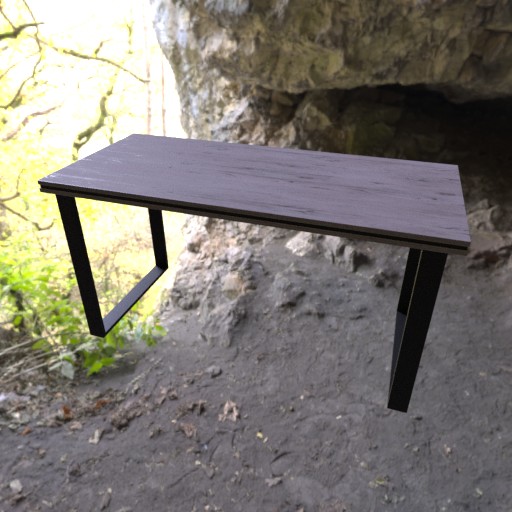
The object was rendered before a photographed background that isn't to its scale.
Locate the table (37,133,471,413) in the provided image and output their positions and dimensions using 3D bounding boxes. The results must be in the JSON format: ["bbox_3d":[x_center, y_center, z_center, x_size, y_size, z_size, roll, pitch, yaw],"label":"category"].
[{"bbox_3d":[0.000,0.000,2.276,1.778,0.899,0.795,10,32,16],"label":"table"}]
